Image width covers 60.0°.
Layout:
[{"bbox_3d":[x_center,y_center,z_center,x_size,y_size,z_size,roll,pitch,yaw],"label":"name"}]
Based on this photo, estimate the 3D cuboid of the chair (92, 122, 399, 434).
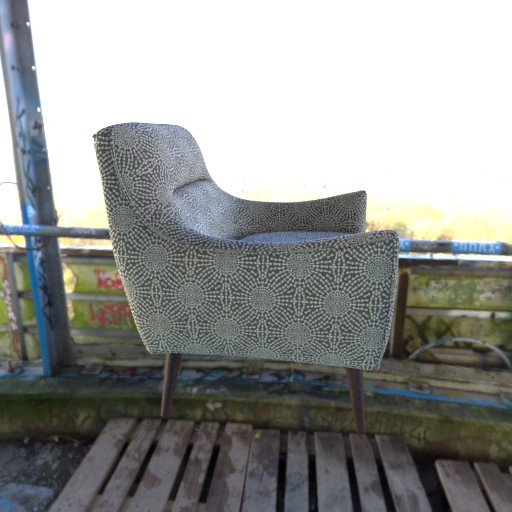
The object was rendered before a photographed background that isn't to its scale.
[{"bbox_3d":[0.000,0.000,1.453,0.787,0.838,0.762,2,16,7],"label":"chair"}]
